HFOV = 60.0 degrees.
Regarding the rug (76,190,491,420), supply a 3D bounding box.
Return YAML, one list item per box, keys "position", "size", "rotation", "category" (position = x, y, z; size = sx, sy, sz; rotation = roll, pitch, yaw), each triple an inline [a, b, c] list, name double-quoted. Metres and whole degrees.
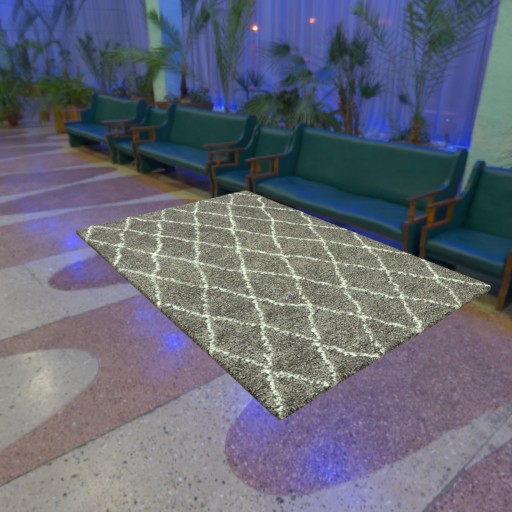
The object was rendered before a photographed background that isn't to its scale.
- position: [0.000, 0.000, 2.224]
  size: [1.219, 0.030, 1.778]
  rotation: [-19, 31, -34]
  category: "rug"
